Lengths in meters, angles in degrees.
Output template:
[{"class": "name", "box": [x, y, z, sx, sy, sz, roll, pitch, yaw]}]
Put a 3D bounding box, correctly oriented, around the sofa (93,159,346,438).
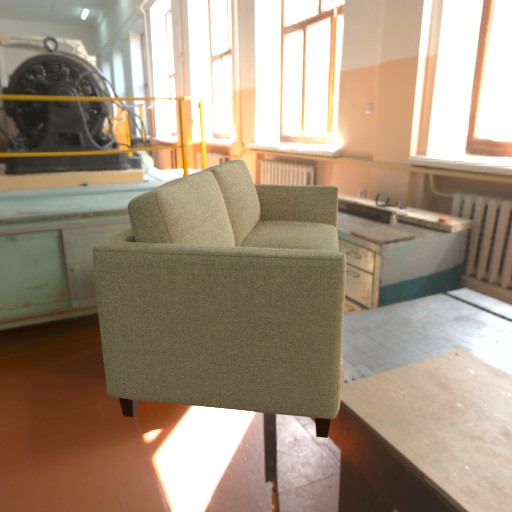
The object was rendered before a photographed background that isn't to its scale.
[{"class": "sofa", "box": [0.000, 0.000, 2.489, 0.950, 0.963, 1.884, 3, 17, 9]}]
